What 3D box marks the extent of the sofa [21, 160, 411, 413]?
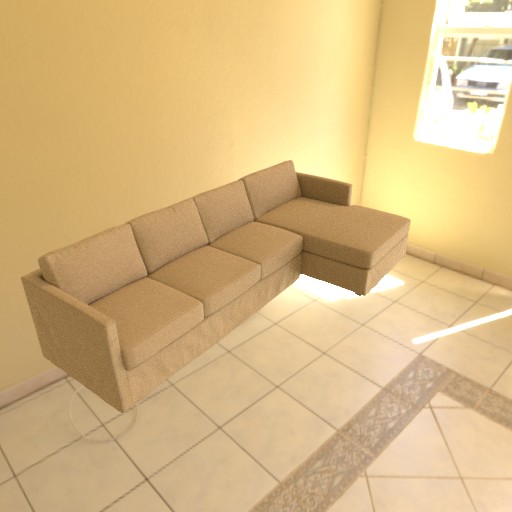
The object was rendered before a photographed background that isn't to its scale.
[{"bbox_3d":[0.000,0.000,3.801,1.622,0.867,3.177,19,33,32],"label":"sofa"}]
